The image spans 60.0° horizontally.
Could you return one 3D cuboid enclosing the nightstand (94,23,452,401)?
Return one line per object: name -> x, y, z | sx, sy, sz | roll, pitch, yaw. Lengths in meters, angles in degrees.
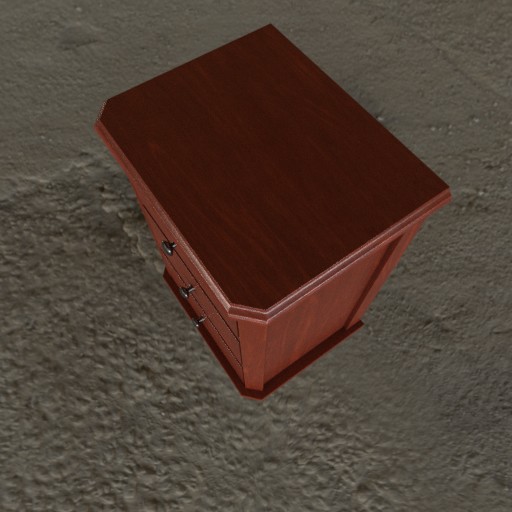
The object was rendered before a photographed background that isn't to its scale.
nightstand -> 0.000, 0.000, 0.931 | 0.351, 0.681, 0.435 | -32, 68, -15
